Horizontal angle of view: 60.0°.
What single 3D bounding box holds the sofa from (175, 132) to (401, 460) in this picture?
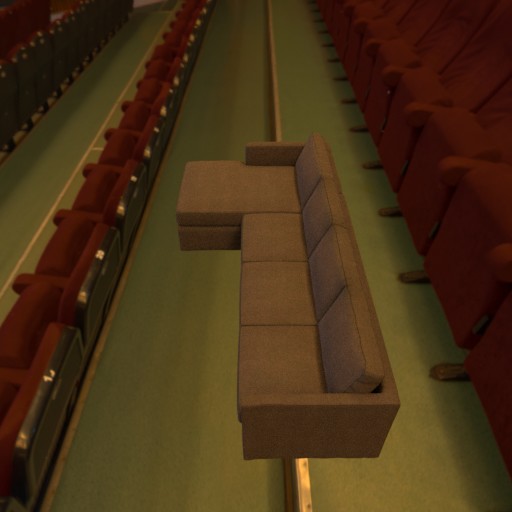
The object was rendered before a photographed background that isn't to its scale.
[{"bbox_3d":[0.000,0.000,3.894,1.650,0.922,3.205,0,42,0],"label":"sofa"}]
